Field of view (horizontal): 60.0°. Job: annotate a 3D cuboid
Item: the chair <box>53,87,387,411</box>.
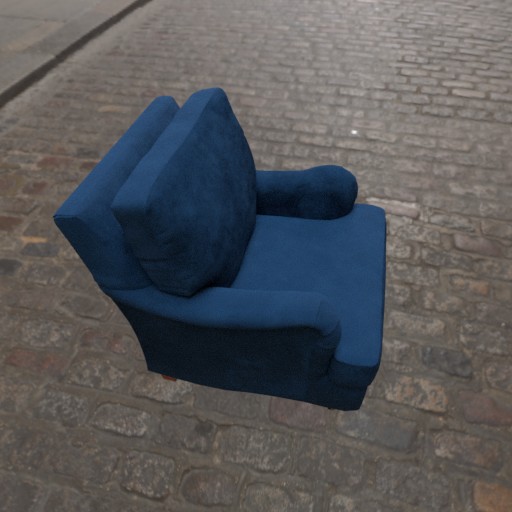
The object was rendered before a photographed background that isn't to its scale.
[{"bbox_3d":[0.000,0.000,1.840,1.078,1.076,0.895,9,46,9],"label":"chair"}]
